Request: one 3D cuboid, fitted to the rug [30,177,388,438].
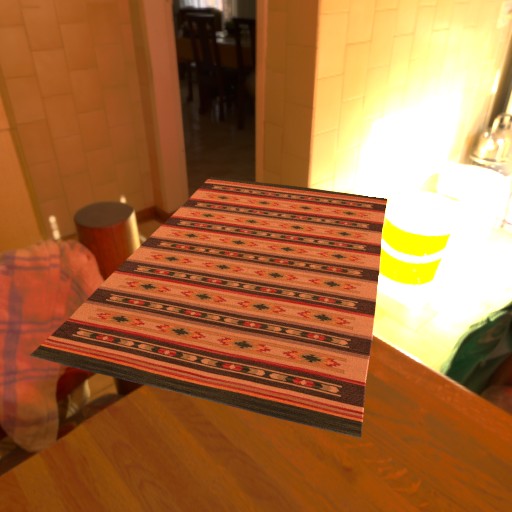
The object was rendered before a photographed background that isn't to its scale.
[{"bbox_3d":[0.000,0.000,2.245,1.221,0.009,1.825,9,33,14],"label":"rug"}]
